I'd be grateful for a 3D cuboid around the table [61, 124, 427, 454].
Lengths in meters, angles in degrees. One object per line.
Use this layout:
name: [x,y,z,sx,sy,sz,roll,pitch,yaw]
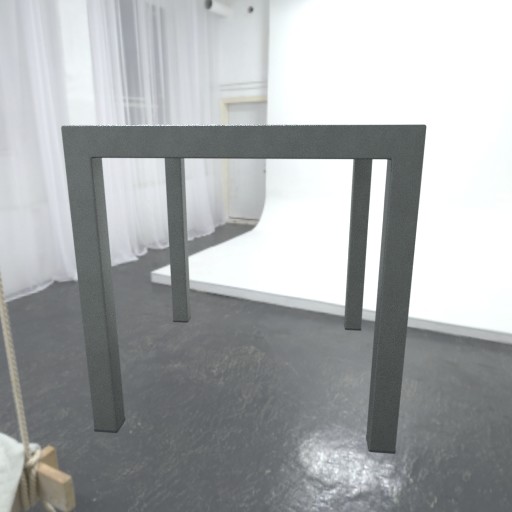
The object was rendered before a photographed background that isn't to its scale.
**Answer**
table: [0.000,0.000,0.915,0.508,0.508,0.508,2,15,6]
